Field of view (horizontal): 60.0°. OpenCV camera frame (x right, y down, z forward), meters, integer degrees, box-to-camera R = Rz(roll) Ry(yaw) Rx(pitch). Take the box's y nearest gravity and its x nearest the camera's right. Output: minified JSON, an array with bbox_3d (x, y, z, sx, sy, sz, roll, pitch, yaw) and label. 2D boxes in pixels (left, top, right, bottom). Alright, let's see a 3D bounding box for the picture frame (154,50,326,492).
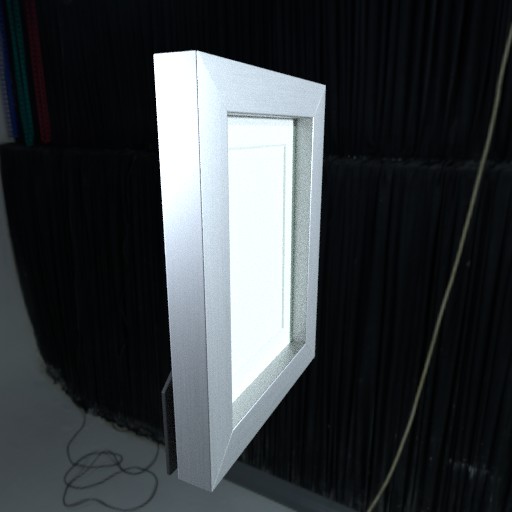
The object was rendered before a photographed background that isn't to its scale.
[{"bbox_3d":[0.000,0.000,0.271,0.028,0.208,0.157,8,18,25],"label":"picture frame"}]
